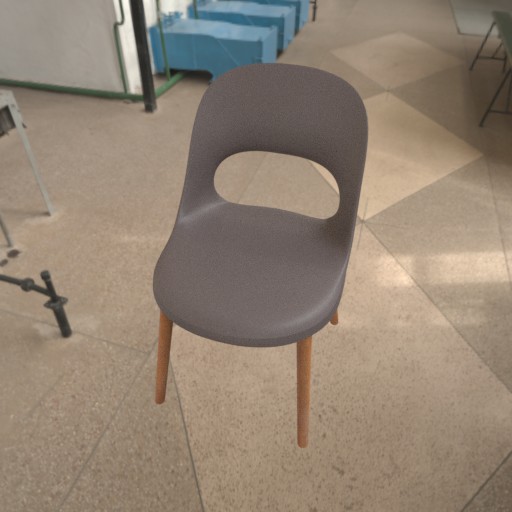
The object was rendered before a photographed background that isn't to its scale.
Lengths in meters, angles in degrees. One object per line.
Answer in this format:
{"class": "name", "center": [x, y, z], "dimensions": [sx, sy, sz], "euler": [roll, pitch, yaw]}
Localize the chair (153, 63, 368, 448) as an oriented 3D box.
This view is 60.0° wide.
{"class": "chair", "center": [0.000, 0.000, 1.150], "dimensions": [0.470, 0.794, 0.556], "euler": [12, 42, 13]}
